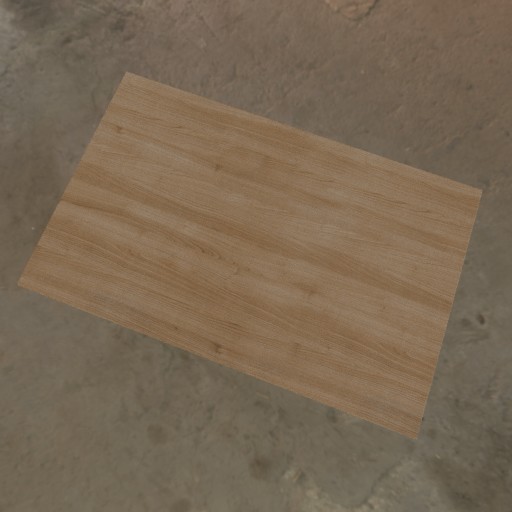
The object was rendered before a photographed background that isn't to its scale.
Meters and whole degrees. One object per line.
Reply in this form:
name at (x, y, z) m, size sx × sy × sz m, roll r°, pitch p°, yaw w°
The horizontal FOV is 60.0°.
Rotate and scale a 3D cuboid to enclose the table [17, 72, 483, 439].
table at (0.000, 0.000, 1.426) m, size 1.100 × 0.440 × 0.700 m, roll 20°, pitch 77°, yaw 5°
